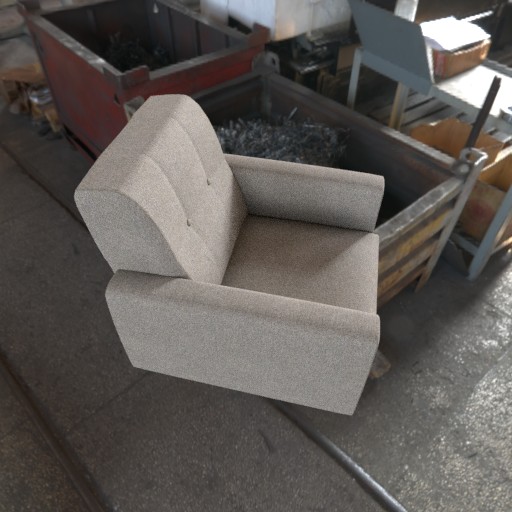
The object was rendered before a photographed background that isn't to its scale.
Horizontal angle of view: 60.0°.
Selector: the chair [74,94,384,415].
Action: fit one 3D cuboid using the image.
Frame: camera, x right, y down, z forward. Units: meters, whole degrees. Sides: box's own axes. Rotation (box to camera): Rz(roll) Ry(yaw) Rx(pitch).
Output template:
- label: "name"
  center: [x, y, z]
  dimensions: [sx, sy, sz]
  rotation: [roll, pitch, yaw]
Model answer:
- label: "chair"
  center: [0.000, 0.000, 1.702]
  dimensions: [0.942, 0.968, 0.845]
  rotation: [9, 47, 8]
